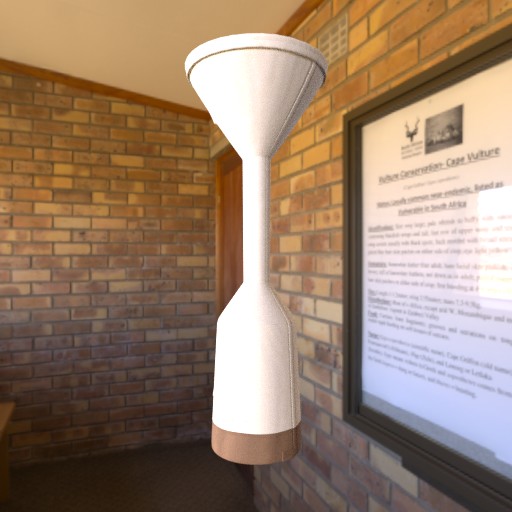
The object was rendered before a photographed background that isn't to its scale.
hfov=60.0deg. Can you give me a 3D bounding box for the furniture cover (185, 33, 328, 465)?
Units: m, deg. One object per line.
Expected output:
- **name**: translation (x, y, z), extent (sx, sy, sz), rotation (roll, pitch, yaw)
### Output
- **furniture cover**: translation (0.000, 0.000, 2.847), extent (0.914, 2.413, 0.914), rotation (0, -1, 37)
